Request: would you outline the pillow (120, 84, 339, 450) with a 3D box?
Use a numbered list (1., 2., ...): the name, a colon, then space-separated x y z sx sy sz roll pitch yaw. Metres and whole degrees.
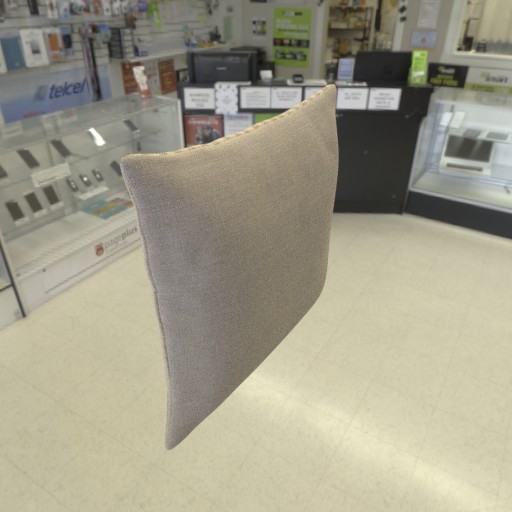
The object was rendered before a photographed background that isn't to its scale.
1. pillow: 0.000 0.000 0.791 0.166 0.510 0.523 20 37 29
